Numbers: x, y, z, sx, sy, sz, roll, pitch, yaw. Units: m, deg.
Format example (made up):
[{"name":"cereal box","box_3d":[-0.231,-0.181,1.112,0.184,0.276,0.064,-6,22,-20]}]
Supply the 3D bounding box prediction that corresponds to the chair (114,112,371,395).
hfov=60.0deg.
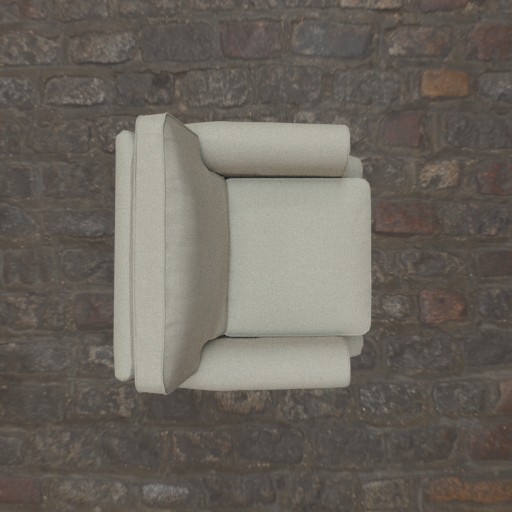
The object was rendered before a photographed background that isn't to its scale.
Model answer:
[{"name":"chair","box_3d":[0.000,0.000,1.788,0.966,0.967,1.029,0,89,0]}]
